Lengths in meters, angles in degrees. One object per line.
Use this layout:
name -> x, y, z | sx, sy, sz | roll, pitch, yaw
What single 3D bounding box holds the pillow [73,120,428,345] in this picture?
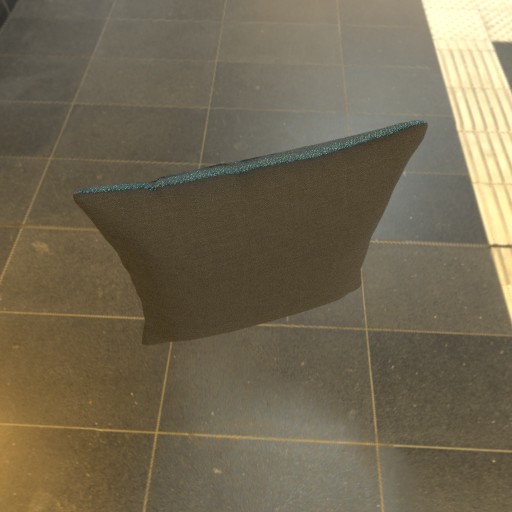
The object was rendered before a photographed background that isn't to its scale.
pillow -> 0.000, 0.000, 0.674 | 0.436, 0.430, 0.138 | -14, 59, -9
